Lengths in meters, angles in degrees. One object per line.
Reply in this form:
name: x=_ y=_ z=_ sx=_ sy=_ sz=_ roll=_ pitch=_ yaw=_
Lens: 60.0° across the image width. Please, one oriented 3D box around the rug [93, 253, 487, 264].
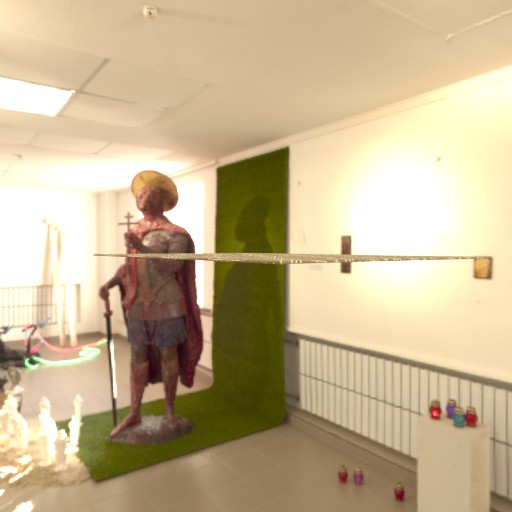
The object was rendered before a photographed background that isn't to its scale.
rug: x=0.000 y=0.000 z=3.113 sx=1.541 sy=0.012 sz=2.457 roll=-1 pitch=1 yaw=-36
